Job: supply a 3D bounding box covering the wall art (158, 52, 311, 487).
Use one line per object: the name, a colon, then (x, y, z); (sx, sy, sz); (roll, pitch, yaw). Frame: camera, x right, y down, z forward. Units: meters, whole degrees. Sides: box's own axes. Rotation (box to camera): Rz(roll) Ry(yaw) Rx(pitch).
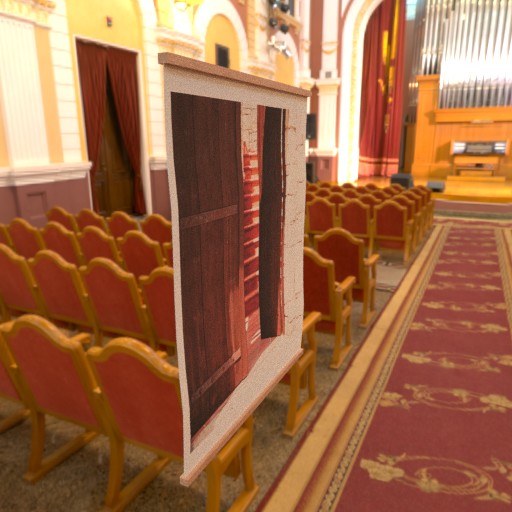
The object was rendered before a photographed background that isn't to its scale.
wall art: (0.000, 0.000, 0.674); (0.013, 0.508, 0.406); (7, 16, 26)
